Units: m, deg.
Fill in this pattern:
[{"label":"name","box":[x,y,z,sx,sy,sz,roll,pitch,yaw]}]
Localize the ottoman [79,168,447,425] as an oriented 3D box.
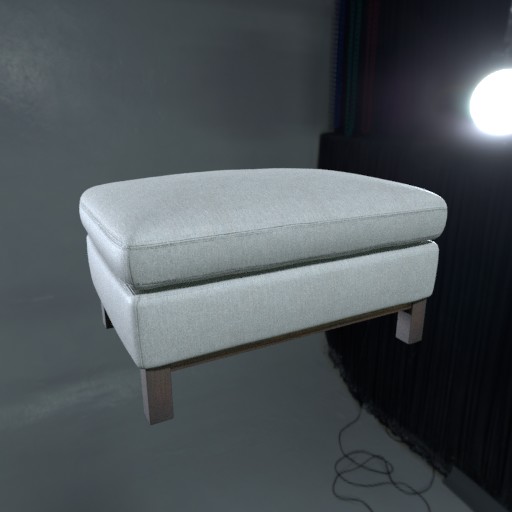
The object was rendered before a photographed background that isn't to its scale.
[{"label":"ottoman","box":[0.000,0.000,1.069,0.735,0.404,0.528,-9,19,-27]}]
